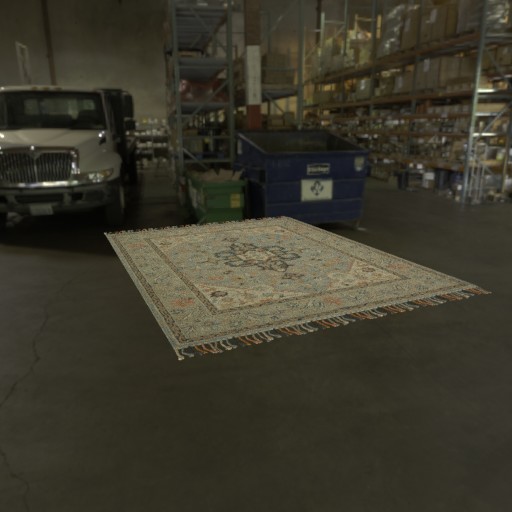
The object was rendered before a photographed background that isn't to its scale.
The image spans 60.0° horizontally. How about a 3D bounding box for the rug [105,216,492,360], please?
[{"bbox_3d":[0.000,0.000,4.196,2.379,0.011,3.221,-7,18,-24],"label":"rug"}]
